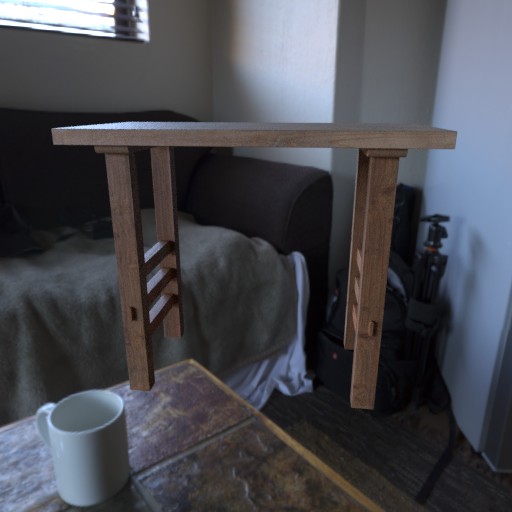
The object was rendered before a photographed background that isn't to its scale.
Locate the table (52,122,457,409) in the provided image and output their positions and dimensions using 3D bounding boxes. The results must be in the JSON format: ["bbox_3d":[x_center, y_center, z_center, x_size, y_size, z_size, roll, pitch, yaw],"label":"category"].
[{"bbox_3d":[0.000,0.000,1.618,1.119,0.914,0.556,2,19,7],"label":"table"}]
